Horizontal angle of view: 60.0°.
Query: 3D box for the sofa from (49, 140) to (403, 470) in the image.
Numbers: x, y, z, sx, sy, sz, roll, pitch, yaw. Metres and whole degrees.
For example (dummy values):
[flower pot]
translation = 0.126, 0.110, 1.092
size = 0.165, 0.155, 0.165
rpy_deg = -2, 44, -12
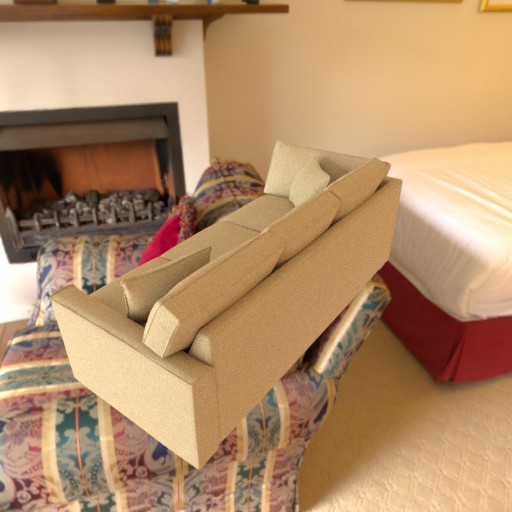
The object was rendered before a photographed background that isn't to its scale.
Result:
[sofa]
translation = 0.000, 0.000, 2.905
size = 1.061, 0.962, 2.317
rpy_deg = 21, 37, 30
